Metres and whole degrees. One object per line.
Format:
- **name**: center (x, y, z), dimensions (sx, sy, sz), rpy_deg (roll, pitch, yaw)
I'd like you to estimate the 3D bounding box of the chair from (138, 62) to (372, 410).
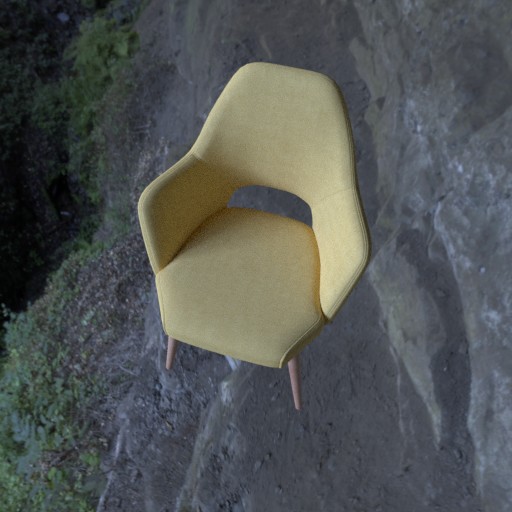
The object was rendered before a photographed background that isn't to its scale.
- **chair**: center (0.000, 0.000, 1.279), dimensions (0.590, 0.840, 0.610), rpy_deg (14, 59, 9)
